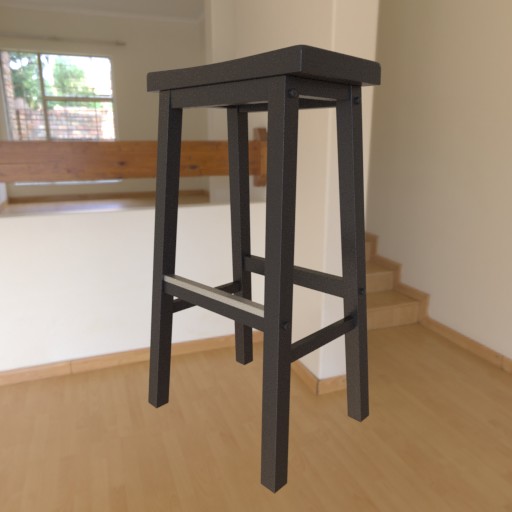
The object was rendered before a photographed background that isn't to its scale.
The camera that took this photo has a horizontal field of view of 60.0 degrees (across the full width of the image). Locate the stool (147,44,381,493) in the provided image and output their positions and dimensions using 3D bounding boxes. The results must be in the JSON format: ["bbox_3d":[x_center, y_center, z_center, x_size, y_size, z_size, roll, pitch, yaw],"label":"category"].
[{"bbox_3d":[0.000,0.000,0.941,0.406,0.742,0.322,14,20,42],"label":"stool"}]
